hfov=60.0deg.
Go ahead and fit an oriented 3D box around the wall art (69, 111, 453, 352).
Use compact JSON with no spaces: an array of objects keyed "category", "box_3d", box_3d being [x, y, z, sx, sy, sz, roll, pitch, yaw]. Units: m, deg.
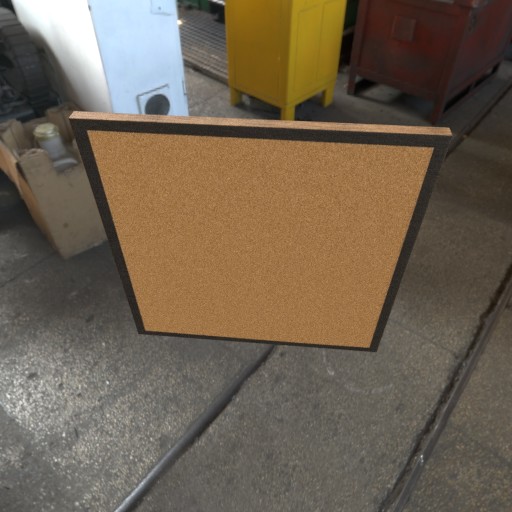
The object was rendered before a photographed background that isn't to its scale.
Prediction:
[{"category":"wall art","box_3d":[0.000,0.000,1.054,0.695,0.691,0.029,4,45,4]}]
